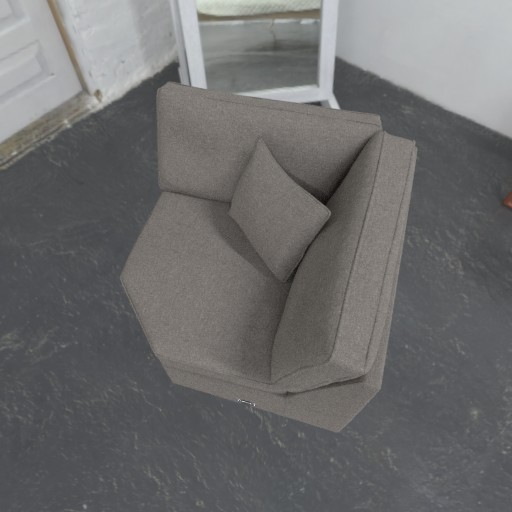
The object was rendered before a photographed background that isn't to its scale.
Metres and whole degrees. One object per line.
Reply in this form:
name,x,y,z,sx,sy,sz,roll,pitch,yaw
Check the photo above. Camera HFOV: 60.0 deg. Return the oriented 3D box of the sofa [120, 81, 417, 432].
sofa,0.000,0.000,1.845,1.050,0.951,1.042,15,60,9
